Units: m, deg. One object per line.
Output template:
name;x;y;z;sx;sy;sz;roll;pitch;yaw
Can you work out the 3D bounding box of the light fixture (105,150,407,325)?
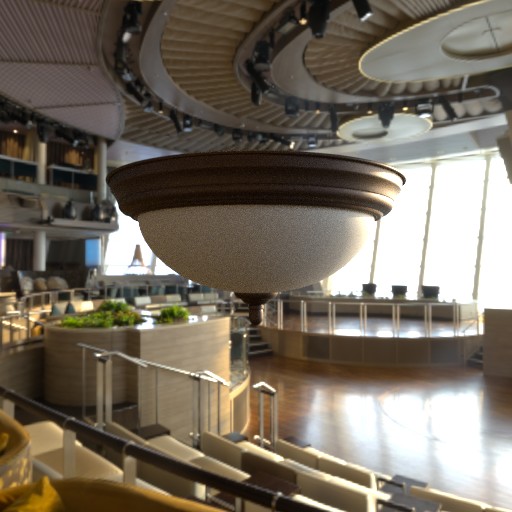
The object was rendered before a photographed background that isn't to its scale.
light fixture;0.000;0.000;0.433;0.280;0.135;0.280;0;-2;0
